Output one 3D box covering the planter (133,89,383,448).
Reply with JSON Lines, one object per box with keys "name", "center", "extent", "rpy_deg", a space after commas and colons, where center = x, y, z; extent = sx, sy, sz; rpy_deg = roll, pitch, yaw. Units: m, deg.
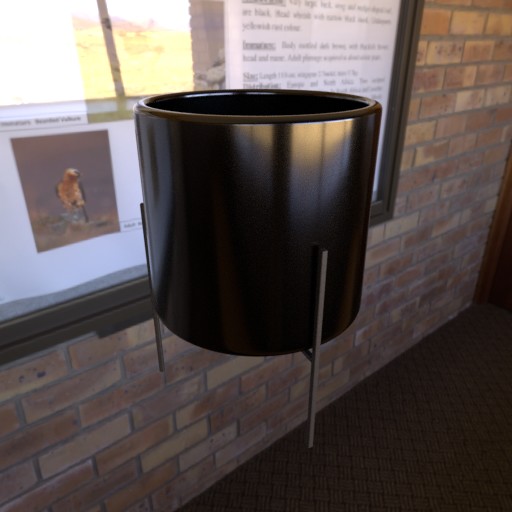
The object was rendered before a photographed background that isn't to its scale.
{"name": "planter", "center": [0.000, 0.000, 0.643], "extent": [0.310, 0.432, 0.310], "rpy_deg": [8, 27, 17]}
